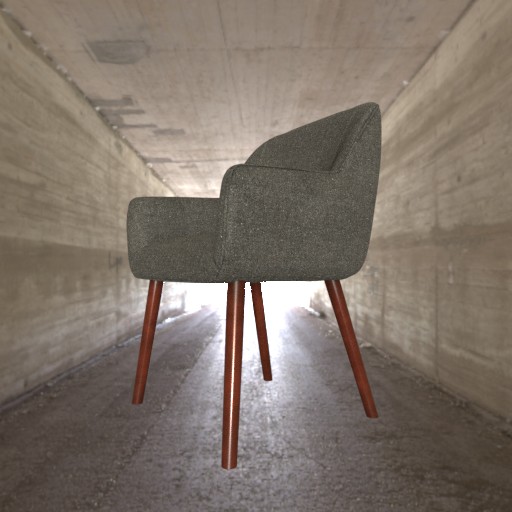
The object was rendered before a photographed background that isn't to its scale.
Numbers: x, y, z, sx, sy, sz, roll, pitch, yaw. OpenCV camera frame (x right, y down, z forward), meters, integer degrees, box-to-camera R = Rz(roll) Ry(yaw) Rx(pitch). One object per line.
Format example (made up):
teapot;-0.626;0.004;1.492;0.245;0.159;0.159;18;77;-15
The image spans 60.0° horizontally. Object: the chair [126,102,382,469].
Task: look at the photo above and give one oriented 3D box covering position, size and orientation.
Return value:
chair;0.000;0.000;1.168;0.519;0.803;0.543;1;-1;-36
